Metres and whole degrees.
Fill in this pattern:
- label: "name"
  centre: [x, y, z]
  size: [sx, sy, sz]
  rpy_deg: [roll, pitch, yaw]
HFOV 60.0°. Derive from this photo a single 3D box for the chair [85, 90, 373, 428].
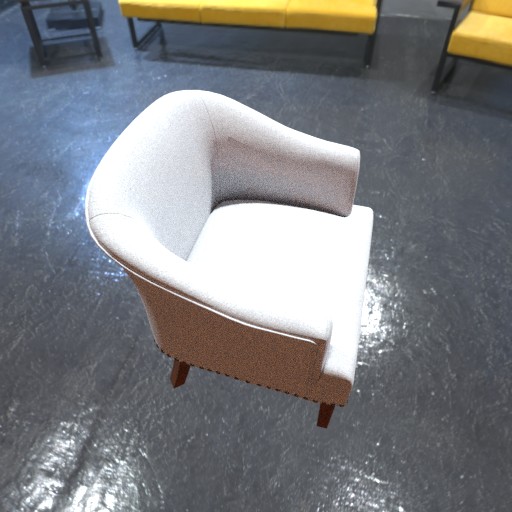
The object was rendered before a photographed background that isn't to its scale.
- label: "chair"
  centre: [0.000, 0.000, 1.402]
  size: [0.704, 0.815, 0.798]
  rpy_deg: [11, 47, 10]
